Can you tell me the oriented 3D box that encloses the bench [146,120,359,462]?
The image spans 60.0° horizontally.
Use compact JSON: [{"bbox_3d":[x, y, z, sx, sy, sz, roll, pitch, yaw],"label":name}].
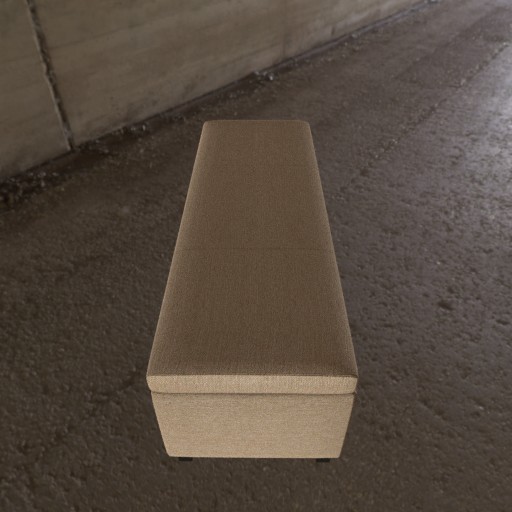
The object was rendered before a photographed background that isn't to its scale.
[{"bbox_3d":[0.000,0.000,1.499,0.446,0.438,1.269,0,40,0],"label":"bench"}]
